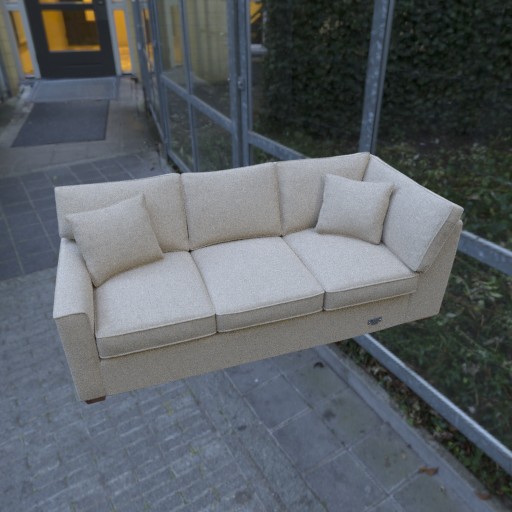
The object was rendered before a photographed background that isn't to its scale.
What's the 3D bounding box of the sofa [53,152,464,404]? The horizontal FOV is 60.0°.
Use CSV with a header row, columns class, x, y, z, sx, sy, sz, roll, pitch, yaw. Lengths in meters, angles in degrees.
class,x,y,z,sx,sy,sz,roll,pitch,yaw
sofa,0.000,0.000,2.842,2.317,0.962,1.061,-10,32,-16
